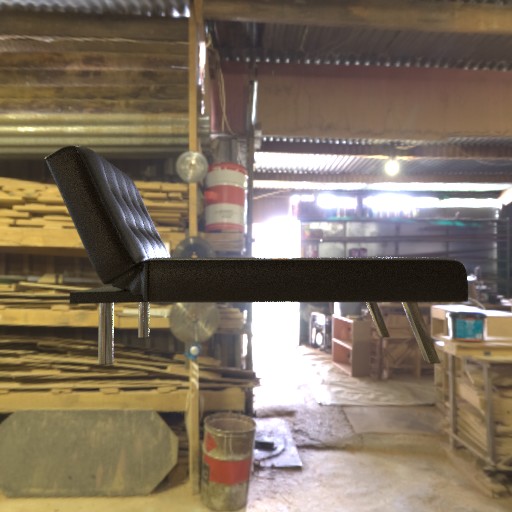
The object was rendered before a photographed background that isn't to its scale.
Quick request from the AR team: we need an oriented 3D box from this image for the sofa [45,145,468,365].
[{"bbox_3d":[0.000,0.000,1.989,1.560,0.820,0.760,0,-1,-1],"label":"sofa"}]
